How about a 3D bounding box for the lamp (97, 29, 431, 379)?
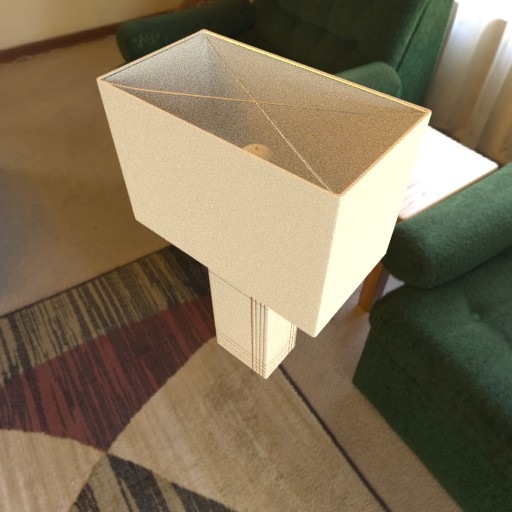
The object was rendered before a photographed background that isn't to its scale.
[{"bbox_3d":[0.000,0.000,0.693,0.334,0.543,0.182,31,56,25],"label":"lamp"}]
